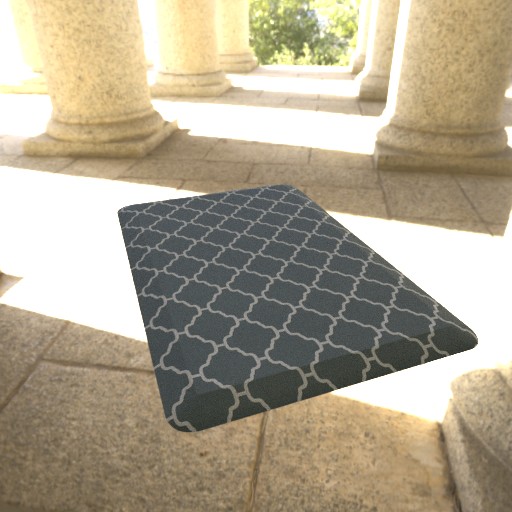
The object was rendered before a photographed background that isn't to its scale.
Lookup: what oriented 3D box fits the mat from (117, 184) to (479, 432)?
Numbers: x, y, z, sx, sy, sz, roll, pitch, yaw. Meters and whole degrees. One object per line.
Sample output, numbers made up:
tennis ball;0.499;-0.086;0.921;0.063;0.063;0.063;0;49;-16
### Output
mat;0.000;0.000;0.932;0.508;0.021;0.762;-10;31;-18
